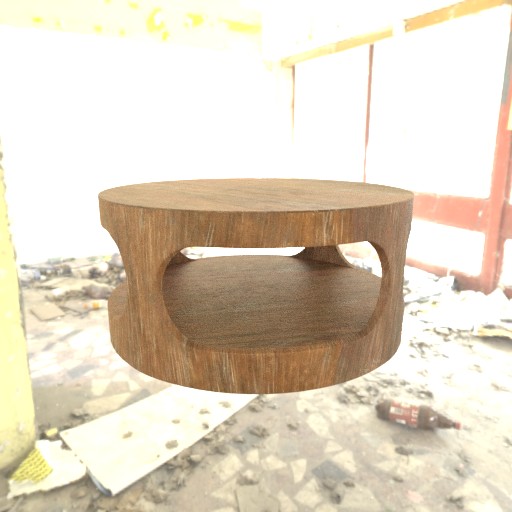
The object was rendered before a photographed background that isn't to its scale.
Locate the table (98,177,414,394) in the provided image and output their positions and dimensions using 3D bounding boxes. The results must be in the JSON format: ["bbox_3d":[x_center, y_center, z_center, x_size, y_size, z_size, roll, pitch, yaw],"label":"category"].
[{"bbox_3d":[0.000,0.000,1.498,0.974,0.450,0.974,0,14,0],"label":"table"}]
